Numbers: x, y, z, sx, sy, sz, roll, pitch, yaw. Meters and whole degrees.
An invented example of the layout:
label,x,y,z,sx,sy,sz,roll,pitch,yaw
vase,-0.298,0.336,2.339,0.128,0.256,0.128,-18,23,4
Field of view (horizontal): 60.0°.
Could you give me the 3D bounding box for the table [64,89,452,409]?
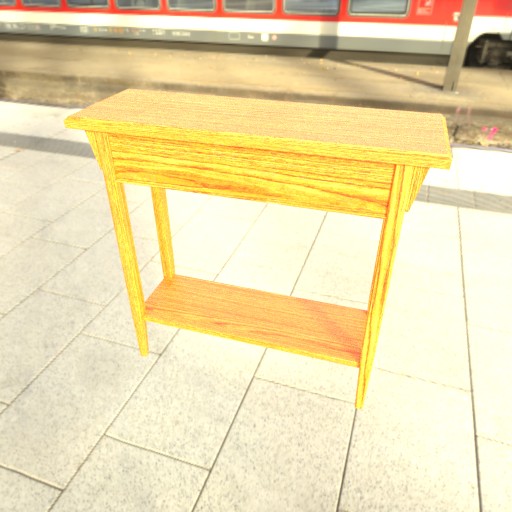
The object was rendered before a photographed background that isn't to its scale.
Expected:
label,x,y,z,sx,sy,sz,roll,pitch,yaw
table,0.000,0.000,1.127,0.762,0.711,0.254,10,35,14
